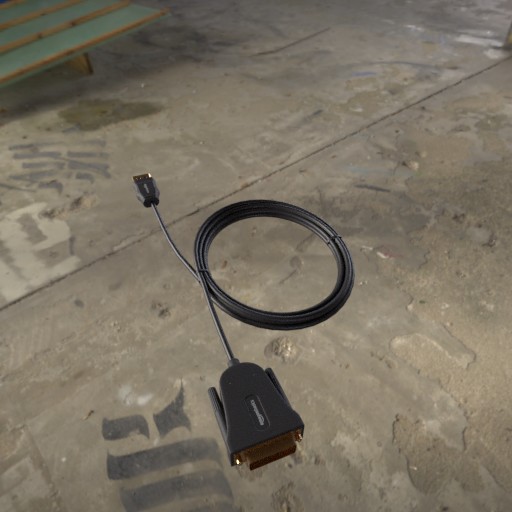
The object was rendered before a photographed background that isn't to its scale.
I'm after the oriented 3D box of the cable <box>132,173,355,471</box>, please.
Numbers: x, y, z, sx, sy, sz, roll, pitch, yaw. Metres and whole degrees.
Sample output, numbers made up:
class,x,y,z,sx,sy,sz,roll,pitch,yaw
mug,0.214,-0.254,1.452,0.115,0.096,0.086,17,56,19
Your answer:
class,x,y,z,sx,sy,sz,roll,pitch,yaw
cable,0.000,0.000,0.327,0.136,0.015,0.281,-15,44,-16
